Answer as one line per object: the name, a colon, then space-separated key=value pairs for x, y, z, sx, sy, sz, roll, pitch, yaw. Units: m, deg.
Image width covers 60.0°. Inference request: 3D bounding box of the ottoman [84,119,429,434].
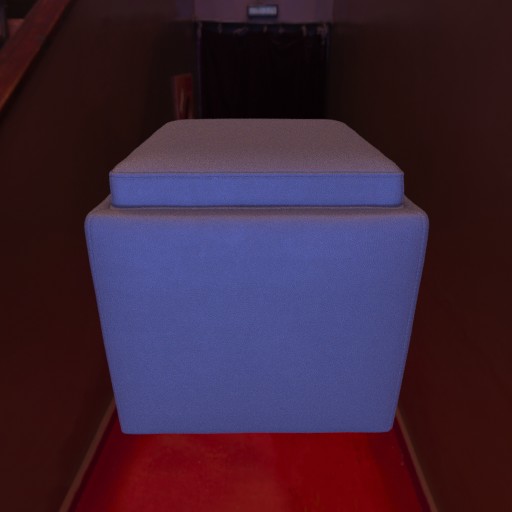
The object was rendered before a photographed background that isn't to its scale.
ottoman: x=0.000 y=0.000 z=0.815 sx=0.450 sy=0.460 sz=0.451 roll=0 pitch=25 yaw=0
